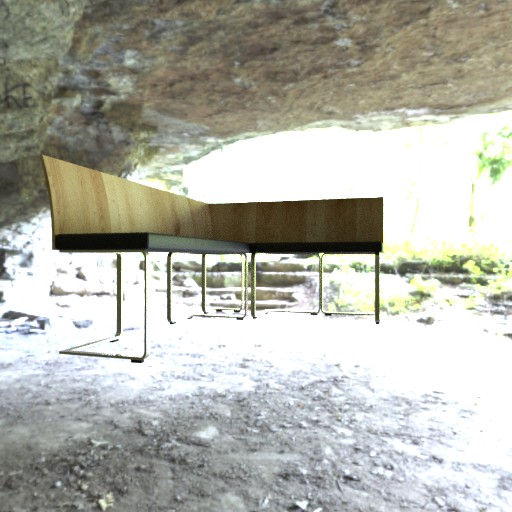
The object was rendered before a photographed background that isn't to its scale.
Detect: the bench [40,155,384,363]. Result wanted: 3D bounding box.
[{"bbox_3d":[0.000,0.000,2.754,1.495,0.930,1.945,0,0,17],"label":"bench"}]
